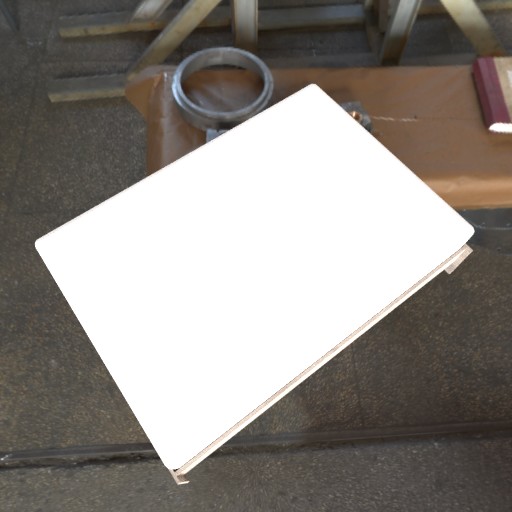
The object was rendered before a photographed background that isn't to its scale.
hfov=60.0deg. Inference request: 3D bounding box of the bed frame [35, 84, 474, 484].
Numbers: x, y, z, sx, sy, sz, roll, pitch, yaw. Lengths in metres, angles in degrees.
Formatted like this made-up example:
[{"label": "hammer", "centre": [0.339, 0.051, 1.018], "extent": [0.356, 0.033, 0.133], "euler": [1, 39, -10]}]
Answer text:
[{"label": "bed frame", "centre": [0.000, 0.000, 2.536], "extent": [1.945, 0.497, 1.445], "euler": [-34, 69, -15]}]
